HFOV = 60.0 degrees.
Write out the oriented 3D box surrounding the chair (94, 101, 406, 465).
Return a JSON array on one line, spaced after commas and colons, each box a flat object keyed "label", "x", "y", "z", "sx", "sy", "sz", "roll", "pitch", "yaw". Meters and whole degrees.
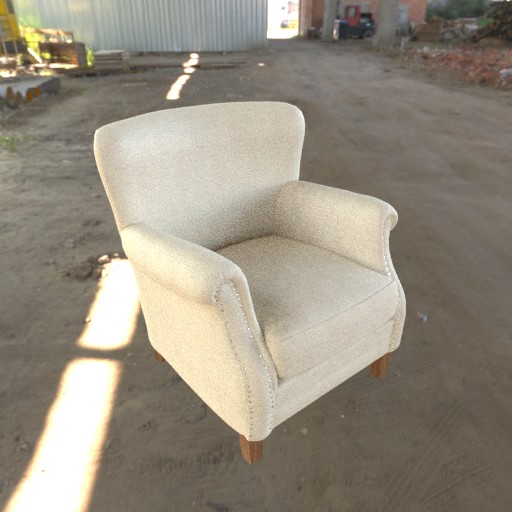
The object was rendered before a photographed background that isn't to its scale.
[{"label": "chair", "x": 0.000, "y": 0.000, "z": 1.601, "sx": 0.861, "sy": 0.936, "sz": 0.921, "roll": -20, "pitch": 34, "yaw": -33}]
